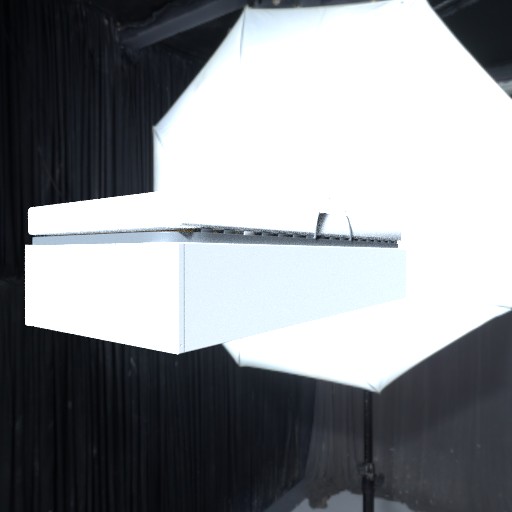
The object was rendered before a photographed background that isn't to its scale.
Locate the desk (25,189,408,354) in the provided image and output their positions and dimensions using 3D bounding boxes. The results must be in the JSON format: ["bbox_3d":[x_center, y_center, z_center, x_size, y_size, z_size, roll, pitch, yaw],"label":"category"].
[{"bbox_3d":[0.000,0.000,2.228,0.900,0.526,1.900,0,0,37],"label":"desk"}]
